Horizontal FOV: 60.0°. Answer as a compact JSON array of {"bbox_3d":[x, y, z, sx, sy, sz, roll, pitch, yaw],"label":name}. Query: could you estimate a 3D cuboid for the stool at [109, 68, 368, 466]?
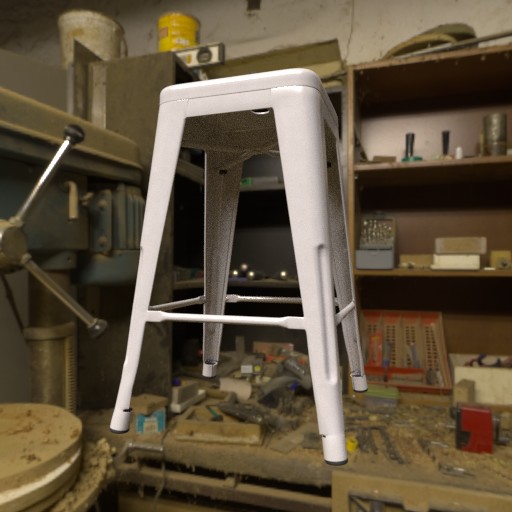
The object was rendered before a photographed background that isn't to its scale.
[{"bbox_3d":[0.000,0.000,0.886,0.406,0.610,0.406,0,0,18],"label":"stool"}]
